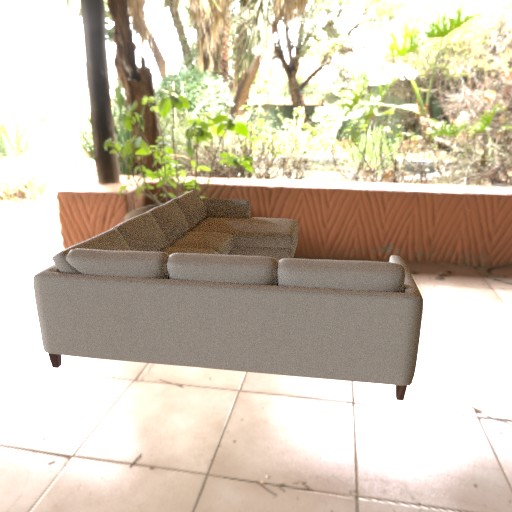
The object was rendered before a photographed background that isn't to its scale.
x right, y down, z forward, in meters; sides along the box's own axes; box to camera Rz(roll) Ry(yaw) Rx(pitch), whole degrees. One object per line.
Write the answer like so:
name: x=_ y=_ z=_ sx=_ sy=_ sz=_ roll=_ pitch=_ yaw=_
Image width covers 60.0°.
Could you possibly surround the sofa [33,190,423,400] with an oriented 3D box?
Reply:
sofa: x=0.000 y=0.000 z=4.342 sx=2.551 sy=0.853 sz=3.238 roll=3 pitch=17 yaw=9
